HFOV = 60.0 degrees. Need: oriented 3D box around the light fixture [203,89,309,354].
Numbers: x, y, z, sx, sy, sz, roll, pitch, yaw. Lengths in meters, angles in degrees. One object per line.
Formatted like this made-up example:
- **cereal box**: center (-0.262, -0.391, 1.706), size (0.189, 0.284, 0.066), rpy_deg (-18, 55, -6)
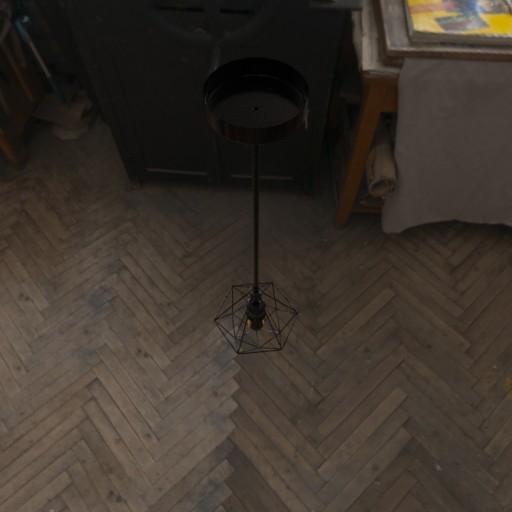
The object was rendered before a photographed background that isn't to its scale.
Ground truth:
- **light fixture**: center (0.000, 0.000, 1.977), size (0.431, 1.764, 0.487), rpy_deg (-32, 64, -18)
